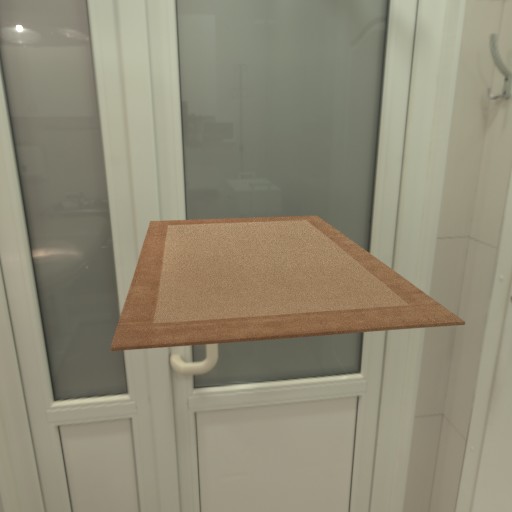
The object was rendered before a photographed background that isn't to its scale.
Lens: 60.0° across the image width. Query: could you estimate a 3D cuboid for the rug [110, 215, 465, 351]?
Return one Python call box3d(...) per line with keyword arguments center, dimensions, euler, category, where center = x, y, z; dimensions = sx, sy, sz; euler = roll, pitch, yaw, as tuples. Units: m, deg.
box3d(center=(0.000, 0.000, 2.346), dimensions=(1.219, 0.014, 1.829), euler=(-3, 17, -9), category="rug")
